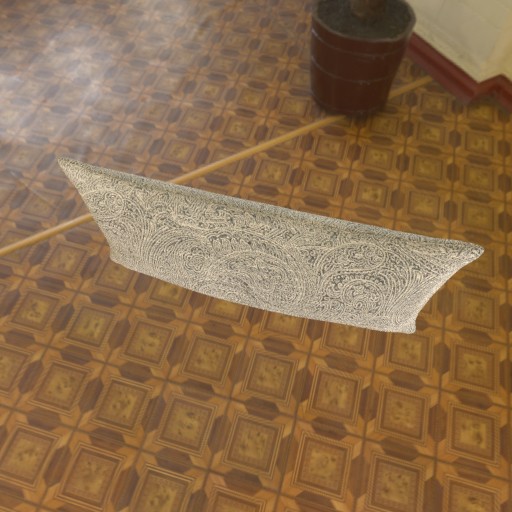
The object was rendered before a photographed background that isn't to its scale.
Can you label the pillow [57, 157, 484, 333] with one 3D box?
[{"bbox_3d":[0.000,0.000,0.741,0.615,0.295,0.151,13,59,8],"label":"pillow"}]
